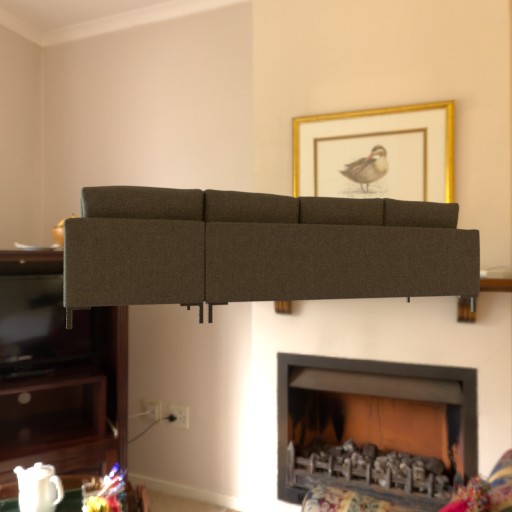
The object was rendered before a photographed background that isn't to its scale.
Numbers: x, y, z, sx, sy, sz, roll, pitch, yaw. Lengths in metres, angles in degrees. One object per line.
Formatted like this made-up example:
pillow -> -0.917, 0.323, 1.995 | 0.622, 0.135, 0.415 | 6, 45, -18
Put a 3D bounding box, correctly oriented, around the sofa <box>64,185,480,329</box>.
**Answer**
sofa -> 0.000, 0.000, 3.853 | 2.972, 0.858, 1.984 | 0, -1, -17
